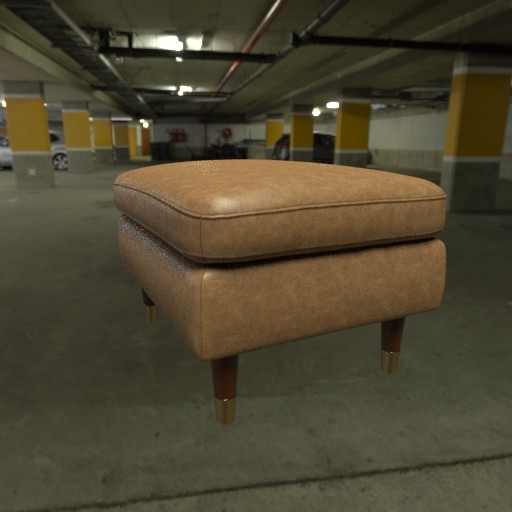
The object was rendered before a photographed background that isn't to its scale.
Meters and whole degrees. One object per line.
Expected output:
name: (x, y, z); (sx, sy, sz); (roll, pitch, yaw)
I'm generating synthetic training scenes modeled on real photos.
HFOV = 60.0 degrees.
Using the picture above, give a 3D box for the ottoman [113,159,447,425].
ottoman: (0.000, 0.000, 1.131); (0.593, 0.478, 0.747); (-7, 16, -26)
